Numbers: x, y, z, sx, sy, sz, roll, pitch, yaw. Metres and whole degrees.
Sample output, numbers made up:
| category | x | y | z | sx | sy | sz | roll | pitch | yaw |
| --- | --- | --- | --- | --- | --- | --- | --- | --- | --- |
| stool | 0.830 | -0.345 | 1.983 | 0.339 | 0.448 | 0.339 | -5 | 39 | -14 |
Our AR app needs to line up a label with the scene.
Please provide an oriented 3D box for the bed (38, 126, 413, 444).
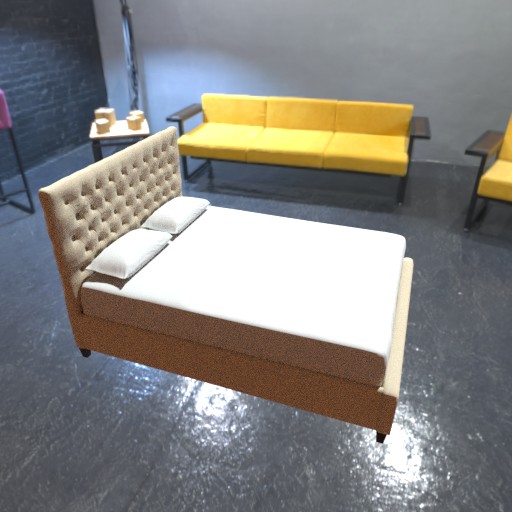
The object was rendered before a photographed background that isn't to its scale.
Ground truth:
| category | x | y | z | sx | sy | sz | roll | pitch | yaw |
| --- | --- | --- | --- | --- | --- | --- | --- | --- | --- |
| bed | 0.000 | 0.000 | 3.476 | 2.387 | 1.427 | 1.698 | 10 | 32 | 17 |
